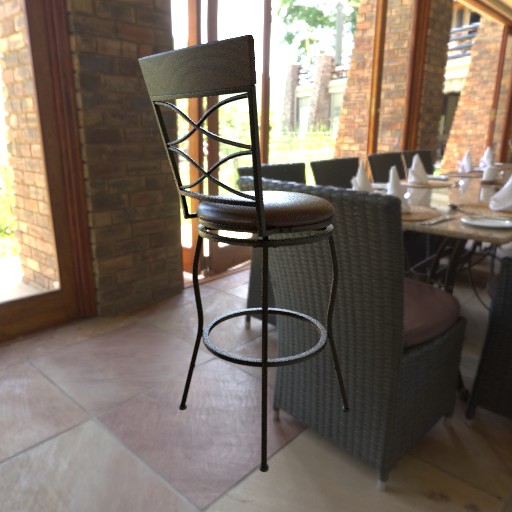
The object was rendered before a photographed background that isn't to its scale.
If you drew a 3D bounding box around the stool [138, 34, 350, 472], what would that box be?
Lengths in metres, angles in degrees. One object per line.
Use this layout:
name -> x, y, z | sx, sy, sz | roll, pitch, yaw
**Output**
stool -> 0.000, 0.000, 1.374 | 0.513, 1.130, 0.448 | -14, 21, -42
